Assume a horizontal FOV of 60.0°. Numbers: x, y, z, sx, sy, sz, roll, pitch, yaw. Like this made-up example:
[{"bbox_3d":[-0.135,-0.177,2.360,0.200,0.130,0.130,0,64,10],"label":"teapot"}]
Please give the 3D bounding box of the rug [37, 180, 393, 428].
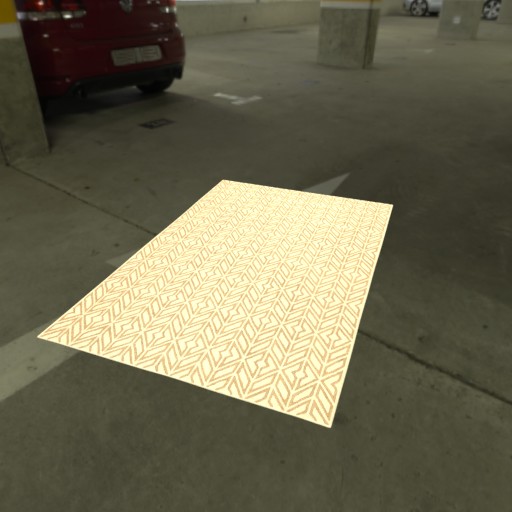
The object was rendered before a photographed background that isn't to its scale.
[{"bbox_3d":[0.000,0.000,2.355,1.220,0.007,1.828,11,33,18],"label":"rug"}]
